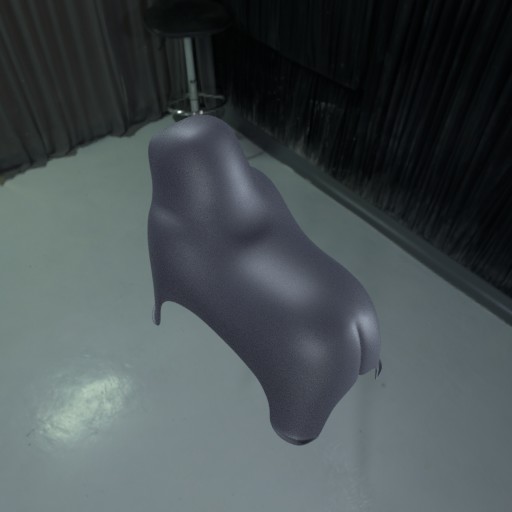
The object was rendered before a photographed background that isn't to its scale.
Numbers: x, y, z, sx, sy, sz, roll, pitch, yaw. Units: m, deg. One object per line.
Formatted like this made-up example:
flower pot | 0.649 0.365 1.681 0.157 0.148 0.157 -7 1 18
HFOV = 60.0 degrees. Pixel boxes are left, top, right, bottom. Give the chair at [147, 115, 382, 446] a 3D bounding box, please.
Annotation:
chair | 0.000 0.000 1.164 0.490 0.600 0.758 -33 56 -26
